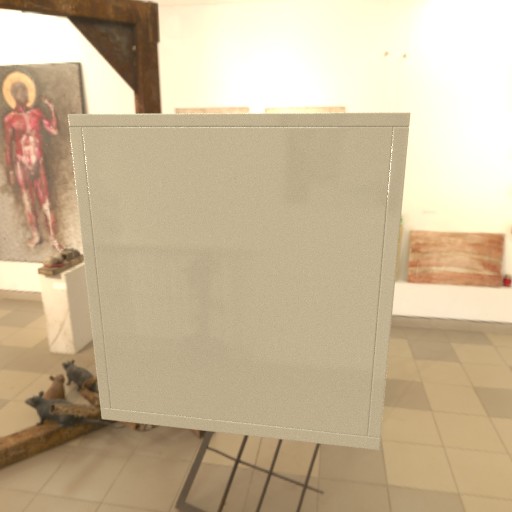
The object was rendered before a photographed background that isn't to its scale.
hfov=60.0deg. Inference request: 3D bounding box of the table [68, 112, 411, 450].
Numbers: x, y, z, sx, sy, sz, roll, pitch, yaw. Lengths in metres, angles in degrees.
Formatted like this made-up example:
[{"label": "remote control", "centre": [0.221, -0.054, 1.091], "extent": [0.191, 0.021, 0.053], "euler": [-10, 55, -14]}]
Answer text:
[{"label": "table", "centre": [0.000, 0.000, 0.786], "extent": [0.420, 0.470, 0.400], "euler": [3, 16, 9]}]
